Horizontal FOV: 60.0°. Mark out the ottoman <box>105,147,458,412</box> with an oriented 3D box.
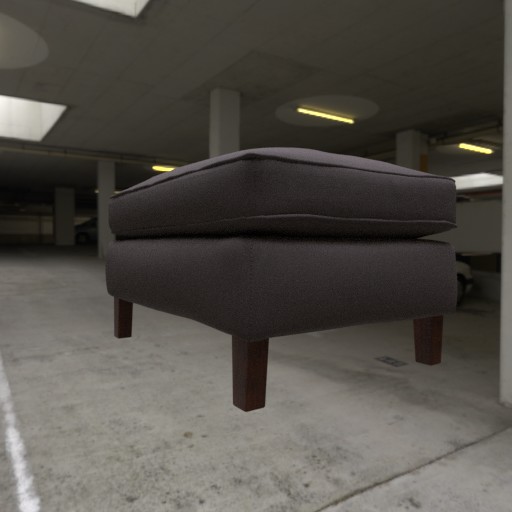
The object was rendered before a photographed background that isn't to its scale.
[{"bbox_3d":[0.000,0.000,0.974,0.508,0.406,0.686,-1,2,-34],"label":"ottoman"}]
